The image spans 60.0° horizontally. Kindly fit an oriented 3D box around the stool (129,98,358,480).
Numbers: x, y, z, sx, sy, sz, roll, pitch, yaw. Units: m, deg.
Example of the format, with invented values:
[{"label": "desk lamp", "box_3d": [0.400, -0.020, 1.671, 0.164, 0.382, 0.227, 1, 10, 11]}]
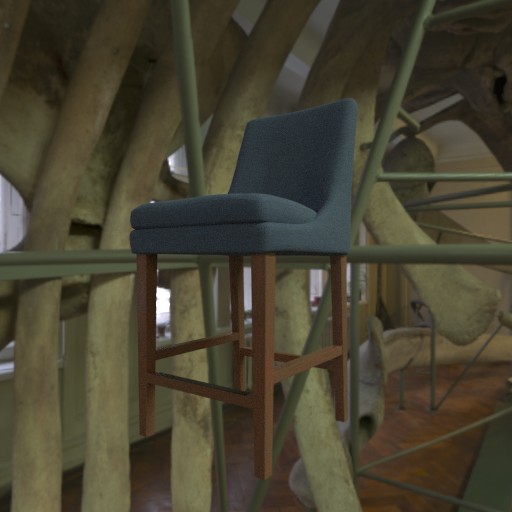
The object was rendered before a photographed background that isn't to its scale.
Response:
[{"label": "stool", "box_3d": [0.000, 0.000, 1.297, 0.470, 0.981, 0.577, 0, 0, 36]}]
